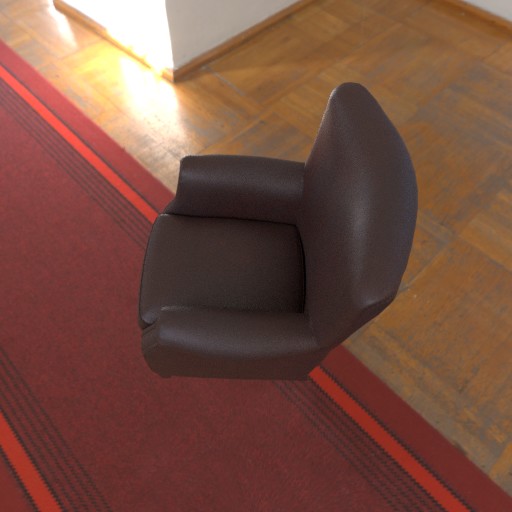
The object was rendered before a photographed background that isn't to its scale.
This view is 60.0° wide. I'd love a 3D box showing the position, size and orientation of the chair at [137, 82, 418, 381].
[{"bbox_3d":[0.000,0.000,1.362,0.746,0.800,0.700,1,58,1],"label":"chair"}]
